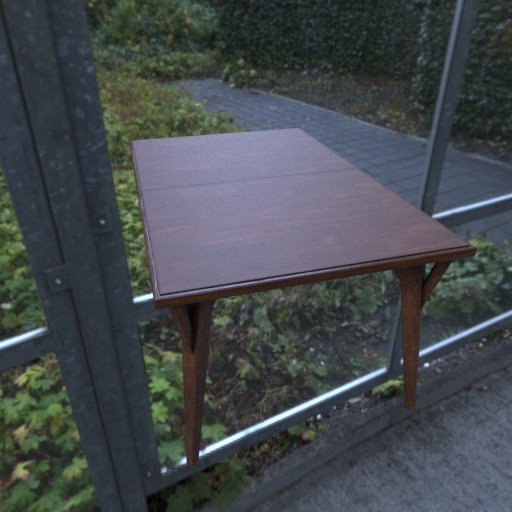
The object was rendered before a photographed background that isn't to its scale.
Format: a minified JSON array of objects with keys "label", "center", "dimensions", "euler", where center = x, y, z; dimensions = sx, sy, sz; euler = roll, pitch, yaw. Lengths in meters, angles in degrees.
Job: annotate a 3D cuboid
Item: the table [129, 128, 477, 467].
[{"label":"table","center":[0.000,0.000,2.078],"dimensions":[0.990,0.761,1.524],"euler":[-8,31,-14]}]
